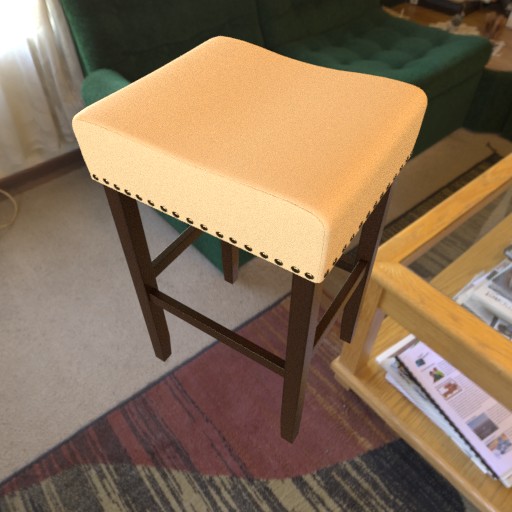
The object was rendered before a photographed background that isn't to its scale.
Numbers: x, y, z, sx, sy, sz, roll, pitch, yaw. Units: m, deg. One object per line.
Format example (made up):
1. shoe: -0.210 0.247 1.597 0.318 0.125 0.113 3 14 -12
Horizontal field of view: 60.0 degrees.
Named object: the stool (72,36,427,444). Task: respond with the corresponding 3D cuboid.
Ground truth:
1. stool: 0.000 0.000 1.006 0.471 0.762 0.401 25 52 22
